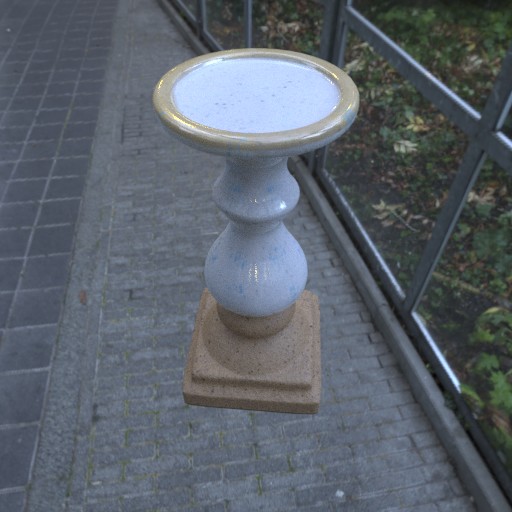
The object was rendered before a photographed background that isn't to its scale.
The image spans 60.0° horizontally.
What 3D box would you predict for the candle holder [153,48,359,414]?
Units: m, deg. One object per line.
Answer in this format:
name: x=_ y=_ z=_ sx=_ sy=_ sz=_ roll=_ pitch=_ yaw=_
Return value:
candle holder: x=0.000 y=0.000 z=0.303 sx=0.110 sy=0.239 sz=0.110 roll=3 pitch=46 yaw=3
